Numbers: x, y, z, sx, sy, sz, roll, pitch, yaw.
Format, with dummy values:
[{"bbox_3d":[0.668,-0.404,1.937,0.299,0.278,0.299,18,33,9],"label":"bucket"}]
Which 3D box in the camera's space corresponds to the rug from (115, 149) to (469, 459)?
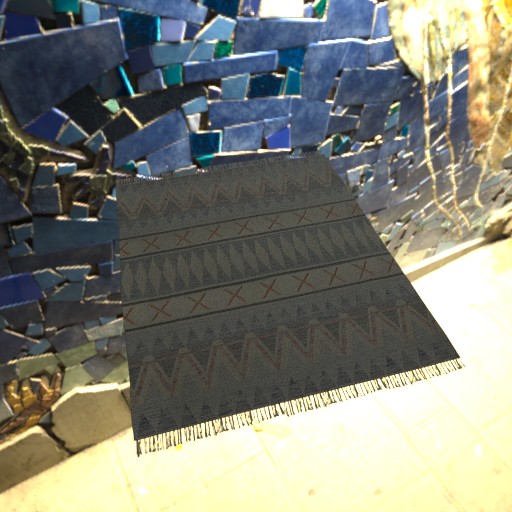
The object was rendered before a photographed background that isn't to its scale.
[{"bbox_3d":[0.000,0.000,3.942,2.371,0.012,3.000,-11,46,-10],"label":"rug"}]
